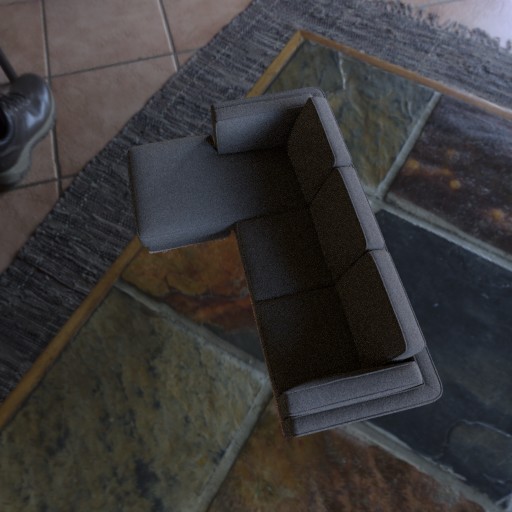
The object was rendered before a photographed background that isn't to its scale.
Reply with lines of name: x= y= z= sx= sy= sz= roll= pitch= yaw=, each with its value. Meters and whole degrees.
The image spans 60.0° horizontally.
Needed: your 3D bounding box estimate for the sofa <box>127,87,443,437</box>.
sofa: x=0.000 y=0.000 z=3.090 sx=1.604 sy=0.929 sz=2.411 roll=-12 pitch=65 yaw=-6
